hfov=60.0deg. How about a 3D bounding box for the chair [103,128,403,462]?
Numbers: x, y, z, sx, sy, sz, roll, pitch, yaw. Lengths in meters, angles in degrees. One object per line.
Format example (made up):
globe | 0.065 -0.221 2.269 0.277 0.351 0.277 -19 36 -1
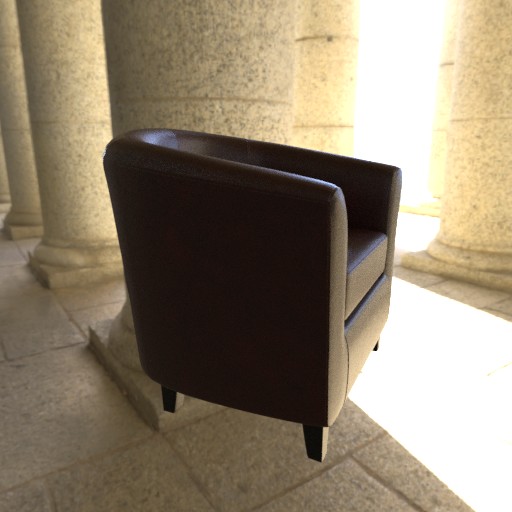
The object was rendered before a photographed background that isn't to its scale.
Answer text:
chair | 0.000 0.000 1.353 0.727 0.756 0.792 7 16 25
